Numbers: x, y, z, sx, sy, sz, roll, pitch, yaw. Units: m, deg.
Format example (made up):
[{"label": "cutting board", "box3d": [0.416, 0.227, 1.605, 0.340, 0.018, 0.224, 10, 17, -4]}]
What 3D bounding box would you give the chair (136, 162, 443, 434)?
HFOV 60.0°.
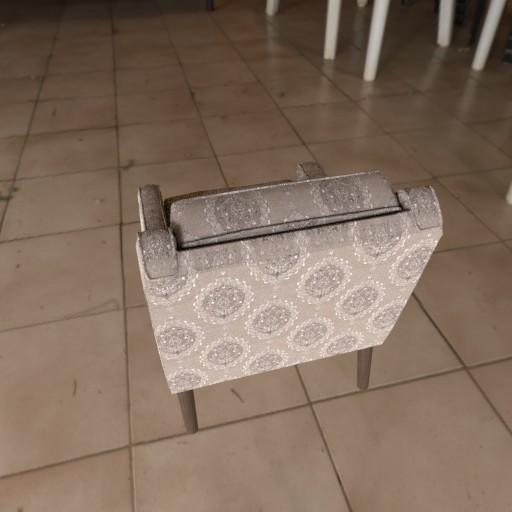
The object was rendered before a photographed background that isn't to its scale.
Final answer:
[{"label": "chair", "box3d": [0.000, 0.000, 1.377, 0.665, 0.797, 0.750, -10, 42, -12]}]
